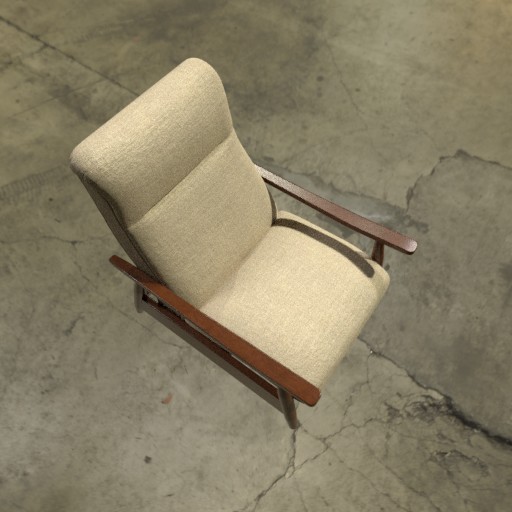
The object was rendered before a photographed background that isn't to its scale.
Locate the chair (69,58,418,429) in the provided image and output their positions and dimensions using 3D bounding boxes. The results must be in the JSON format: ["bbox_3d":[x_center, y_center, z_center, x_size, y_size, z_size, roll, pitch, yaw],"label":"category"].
[{"bbox_3d":[0.000,0.000,1.783,1.014,1.082,0.762,32,65,17],"label":"chair"}]
